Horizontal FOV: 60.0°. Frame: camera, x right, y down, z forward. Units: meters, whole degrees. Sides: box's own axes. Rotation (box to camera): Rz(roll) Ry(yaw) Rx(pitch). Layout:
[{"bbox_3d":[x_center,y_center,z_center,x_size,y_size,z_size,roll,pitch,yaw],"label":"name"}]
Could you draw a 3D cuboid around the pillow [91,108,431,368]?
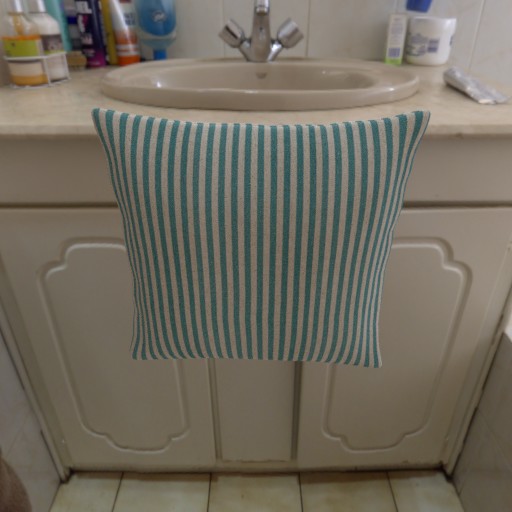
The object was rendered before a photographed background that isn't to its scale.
[{"bbox_3d":[0.000,0.000,0.796,0.523,0.510,0.166,1,30,2],"label":"pillow"}]
